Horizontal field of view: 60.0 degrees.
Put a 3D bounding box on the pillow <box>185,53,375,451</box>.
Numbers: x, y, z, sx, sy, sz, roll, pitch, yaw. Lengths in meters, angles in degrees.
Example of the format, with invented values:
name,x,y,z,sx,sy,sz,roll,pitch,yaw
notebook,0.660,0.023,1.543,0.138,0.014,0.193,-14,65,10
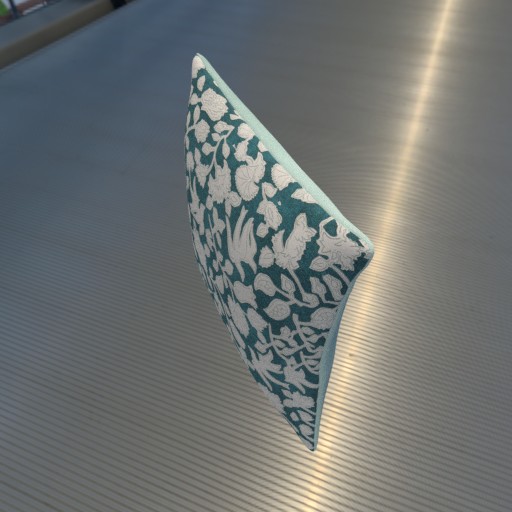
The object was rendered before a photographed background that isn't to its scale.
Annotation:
name,x,y,z,sx,sy,sz,roll,pitch,yaw
pillow,0.000,0.000,0.773,0.166,0.508,0.525,-18,49,-17
